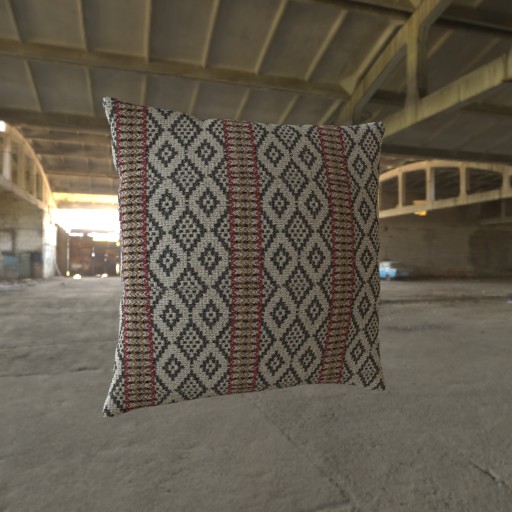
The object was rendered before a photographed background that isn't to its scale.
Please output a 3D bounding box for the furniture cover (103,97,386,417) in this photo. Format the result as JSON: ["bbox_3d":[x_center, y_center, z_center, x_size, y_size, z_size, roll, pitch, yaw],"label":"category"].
[{"bbox_3d":[0.000,0.000,0.769,0.503,0.506,0.182,0,0,-17],"label":"furniture cover"}]
